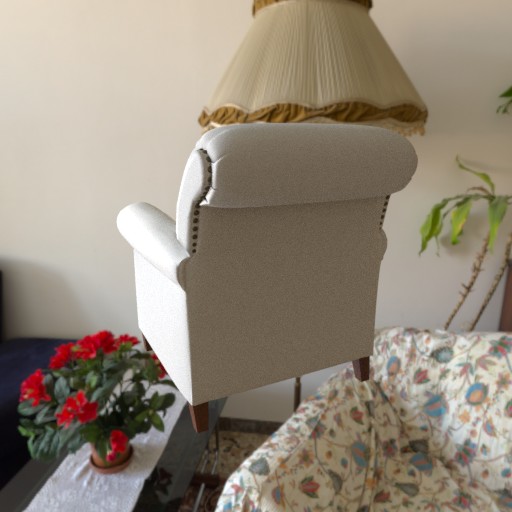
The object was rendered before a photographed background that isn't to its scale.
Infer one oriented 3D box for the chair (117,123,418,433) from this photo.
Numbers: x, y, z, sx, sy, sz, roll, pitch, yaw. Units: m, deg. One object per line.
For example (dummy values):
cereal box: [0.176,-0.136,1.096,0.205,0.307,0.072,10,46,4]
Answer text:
chair: [0.000,0.000,1.642,0.854,0.927,0.890,-8,17,-26]
